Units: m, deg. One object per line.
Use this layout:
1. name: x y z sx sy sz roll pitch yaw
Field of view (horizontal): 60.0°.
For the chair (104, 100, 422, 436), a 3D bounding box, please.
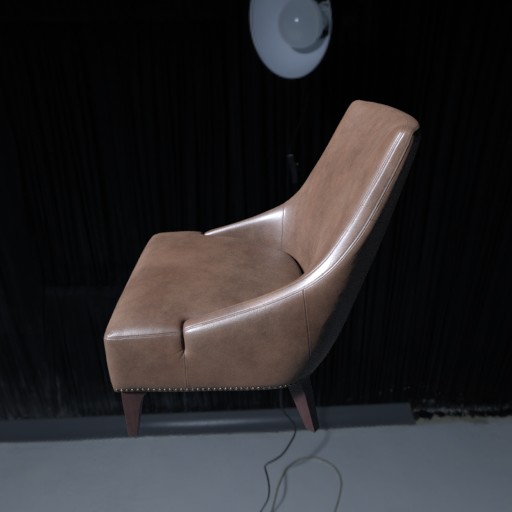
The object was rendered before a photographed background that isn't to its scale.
1. chair: 0.000 0.000 1.447 0.861 0.909 0.701 0 26 -1
